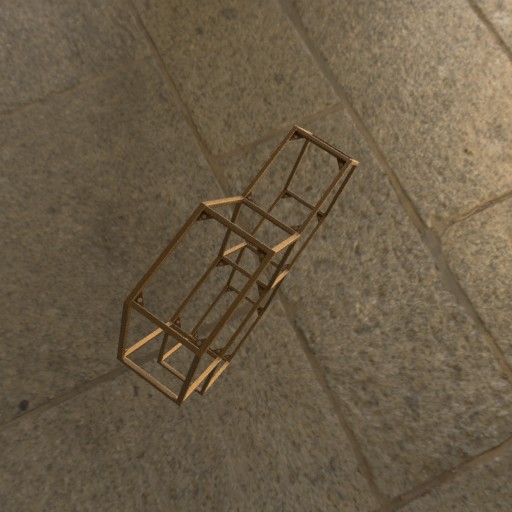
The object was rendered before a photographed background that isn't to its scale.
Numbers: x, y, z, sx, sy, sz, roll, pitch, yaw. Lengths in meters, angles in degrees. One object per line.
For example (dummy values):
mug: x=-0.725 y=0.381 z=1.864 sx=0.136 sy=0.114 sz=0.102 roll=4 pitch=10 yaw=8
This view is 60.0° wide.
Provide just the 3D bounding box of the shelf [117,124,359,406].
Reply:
shelf: x=0.000 y=0.000 z=1.072 sx=0.150 sy=0.701 sz=0.708 roll=34 pitch=78 yaw=8
